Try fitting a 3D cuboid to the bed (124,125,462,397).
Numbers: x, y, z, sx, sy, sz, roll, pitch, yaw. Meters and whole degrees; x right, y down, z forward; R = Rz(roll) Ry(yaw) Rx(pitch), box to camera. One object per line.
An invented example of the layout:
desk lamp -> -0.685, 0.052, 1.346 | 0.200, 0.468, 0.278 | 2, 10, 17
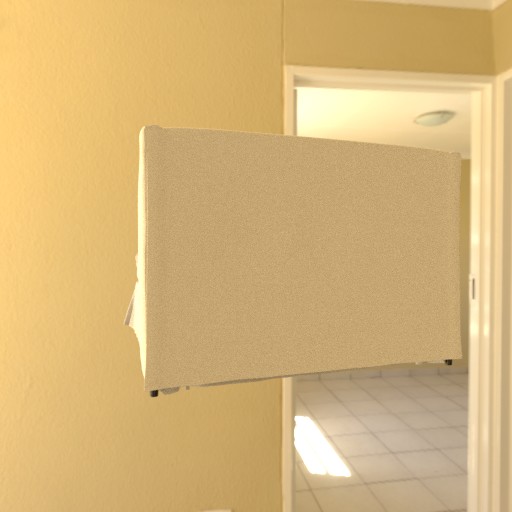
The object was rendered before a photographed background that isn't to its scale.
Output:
bed -> 0.000, 0.000, 3.473 | 1.925, 1.332, 2.276 | 0, 1, -19
